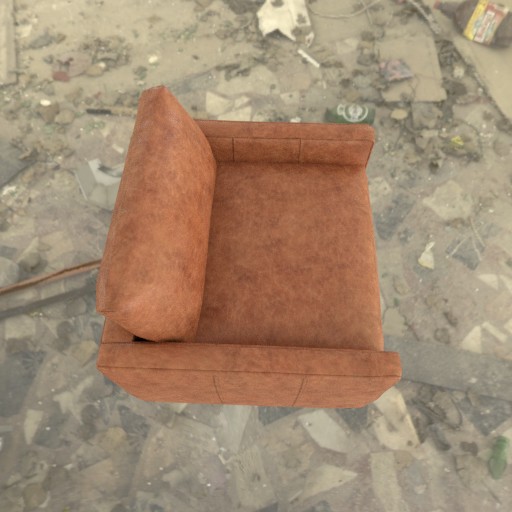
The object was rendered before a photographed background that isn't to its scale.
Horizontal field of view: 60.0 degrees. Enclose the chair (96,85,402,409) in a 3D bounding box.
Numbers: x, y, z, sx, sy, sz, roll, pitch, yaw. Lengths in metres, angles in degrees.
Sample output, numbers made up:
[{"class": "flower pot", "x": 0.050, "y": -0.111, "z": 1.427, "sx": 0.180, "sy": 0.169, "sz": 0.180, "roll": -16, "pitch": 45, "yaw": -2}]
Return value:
[{"class": "chair", "x": 0.000, "y": 0.000, "z": 1.588, "sx": 0.862, "sy": 0.869, "sz": 0.967, "roll": 2, "pitch": 62, "yaw": 1}]
